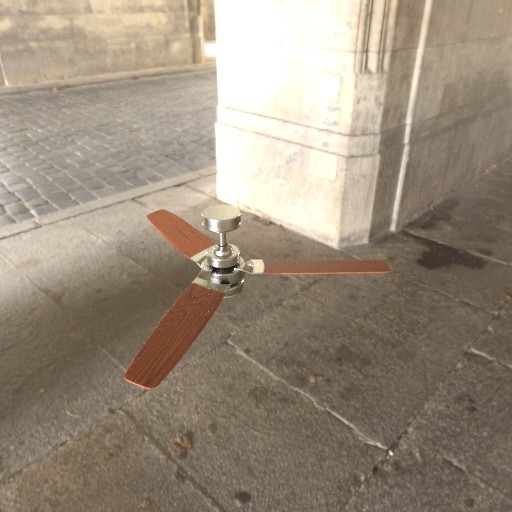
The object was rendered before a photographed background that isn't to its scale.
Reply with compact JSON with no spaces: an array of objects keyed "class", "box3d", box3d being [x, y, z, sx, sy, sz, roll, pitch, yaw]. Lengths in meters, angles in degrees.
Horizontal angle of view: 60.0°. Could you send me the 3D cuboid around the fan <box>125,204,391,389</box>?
[{"class":"fan","box3d":[0.000,0.000,2.035,1.271,0.410,1.416,-1,30,-1]}]
